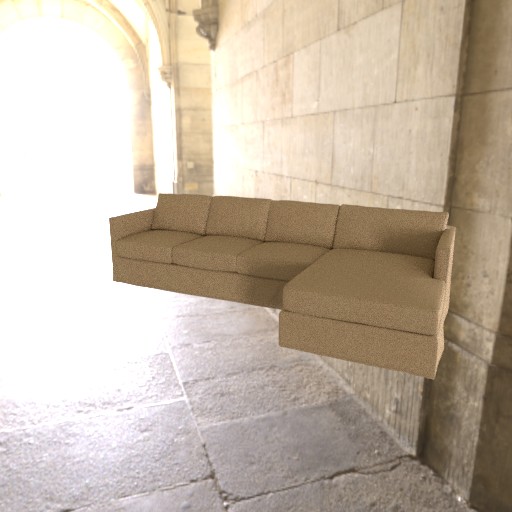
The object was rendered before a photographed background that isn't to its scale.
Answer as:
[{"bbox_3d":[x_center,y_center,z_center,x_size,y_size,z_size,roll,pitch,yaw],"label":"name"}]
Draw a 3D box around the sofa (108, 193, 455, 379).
[{"bbox_3d":[0.000,0.000,3.929,3.206,0.871,1.622,7,16,25],"label":"sofa"}]
